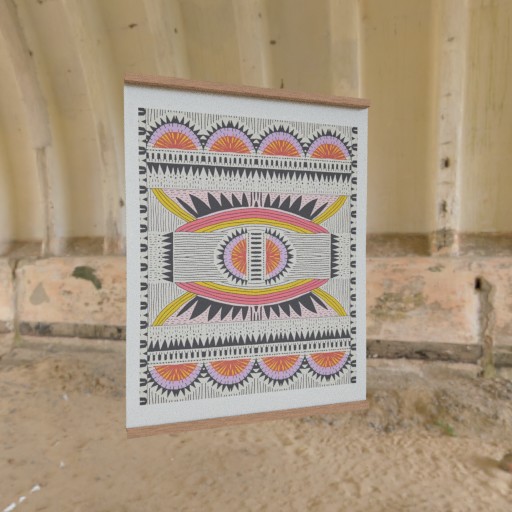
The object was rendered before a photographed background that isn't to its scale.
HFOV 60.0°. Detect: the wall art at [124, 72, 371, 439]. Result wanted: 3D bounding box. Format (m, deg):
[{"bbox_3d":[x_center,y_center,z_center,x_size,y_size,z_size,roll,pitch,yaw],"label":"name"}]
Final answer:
[{"bbox_3d":[0.000,0.000,0.710,0.403,0.527,0.028,0,1,-17],"label":"wall art"}]
